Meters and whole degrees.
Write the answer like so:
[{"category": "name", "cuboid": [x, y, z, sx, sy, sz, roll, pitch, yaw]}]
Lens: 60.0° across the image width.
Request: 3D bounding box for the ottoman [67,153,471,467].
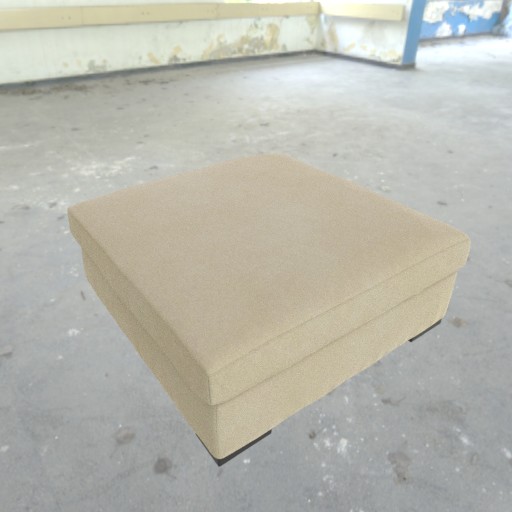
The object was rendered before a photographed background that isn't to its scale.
[{"category": "ottoman", "cuboid": [0.000, 0.000, 1.867, 1.190, 0.522, 1.205, -21, 38, -30]}]
